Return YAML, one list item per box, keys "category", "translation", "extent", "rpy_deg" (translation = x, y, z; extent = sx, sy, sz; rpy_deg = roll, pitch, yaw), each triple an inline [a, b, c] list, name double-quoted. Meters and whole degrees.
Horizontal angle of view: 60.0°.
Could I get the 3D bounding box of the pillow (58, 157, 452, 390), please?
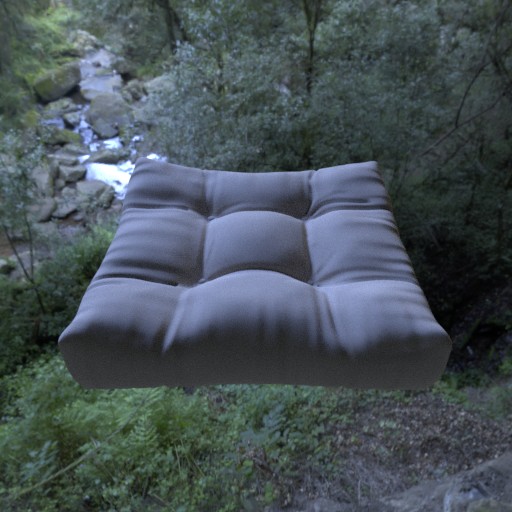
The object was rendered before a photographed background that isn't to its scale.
- category: "pillow"
  translation: [0.000, 0.000, 0.727]
  extent: [0.490, 0.128, 0.468]
  rpy_deg: [0, 42, 0]
